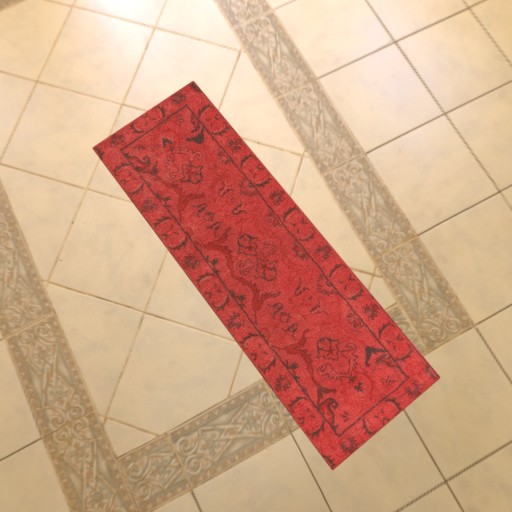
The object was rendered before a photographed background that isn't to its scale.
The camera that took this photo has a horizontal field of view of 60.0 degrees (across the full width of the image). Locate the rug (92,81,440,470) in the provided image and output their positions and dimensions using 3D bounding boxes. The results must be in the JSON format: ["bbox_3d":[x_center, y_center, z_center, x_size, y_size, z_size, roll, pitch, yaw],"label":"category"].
[{"bbox_3d":[0.000,0.000,2.715,0.813,0.018,2.439,-37,80,-8],"label":"rug"}]
